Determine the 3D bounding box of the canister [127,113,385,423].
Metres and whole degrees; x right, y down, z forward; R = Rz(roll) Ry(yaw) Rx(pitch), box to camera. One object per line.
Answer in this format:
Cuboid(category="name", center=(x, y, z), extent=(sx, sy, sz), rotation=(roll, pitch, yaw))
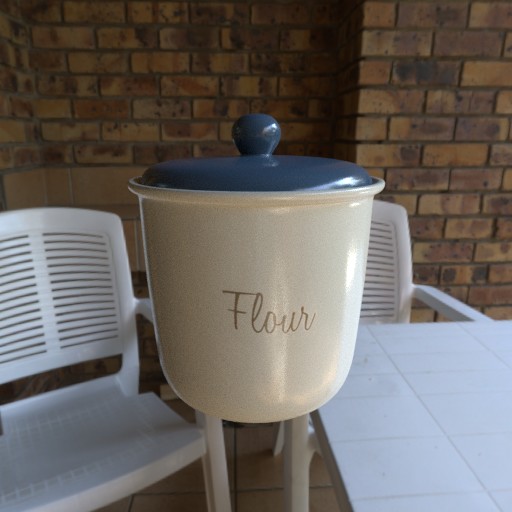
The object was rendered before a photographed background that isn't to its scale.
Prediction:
Cuboid(category="canister", center=(0.000, 0.000, 0.339), extent=(0.182, 0.208, 0.182), rotation=(0, 15, 0))
